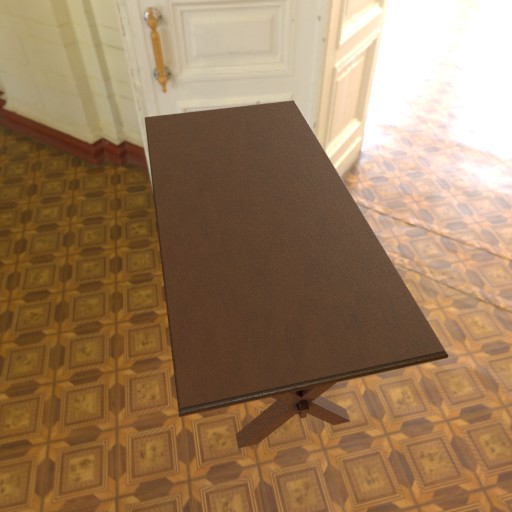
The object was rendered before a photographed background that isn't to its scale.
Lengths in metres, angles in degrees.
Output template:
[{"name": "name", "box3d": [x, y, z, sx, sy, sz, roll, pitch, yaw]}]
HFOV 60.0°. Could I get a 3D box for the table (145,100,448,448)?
[{"name": "table", "box3d": [0.000, 0.000, 1.494, 0.594, 0.459, 1.197, -10, 47, -9]}]
